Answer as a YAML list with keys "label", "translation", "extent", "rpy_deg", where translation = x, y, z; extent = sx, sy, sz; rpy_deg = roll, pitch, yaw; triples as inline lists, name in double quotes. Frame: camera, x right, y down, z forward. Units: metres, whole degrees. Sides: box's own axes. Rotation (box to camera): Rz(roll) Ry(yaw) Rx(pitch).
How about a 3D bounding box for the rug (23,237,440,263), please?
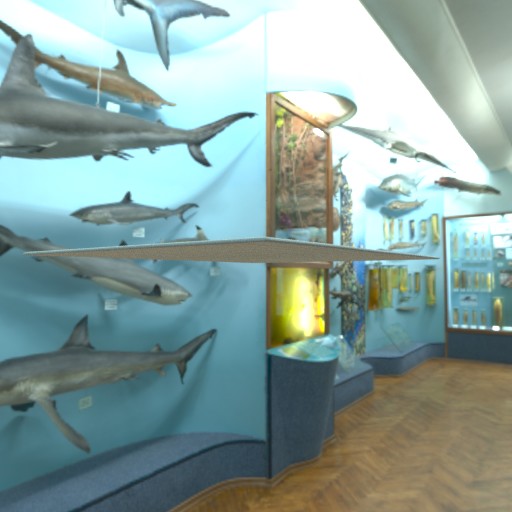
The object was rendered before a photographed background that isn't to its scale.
- label: "rug"
  translation: [0.000, 0.000, 4.085]
  extent: [2.462, 0.030, 3.066]
  rpy_deg: [-2, -3, 37]
